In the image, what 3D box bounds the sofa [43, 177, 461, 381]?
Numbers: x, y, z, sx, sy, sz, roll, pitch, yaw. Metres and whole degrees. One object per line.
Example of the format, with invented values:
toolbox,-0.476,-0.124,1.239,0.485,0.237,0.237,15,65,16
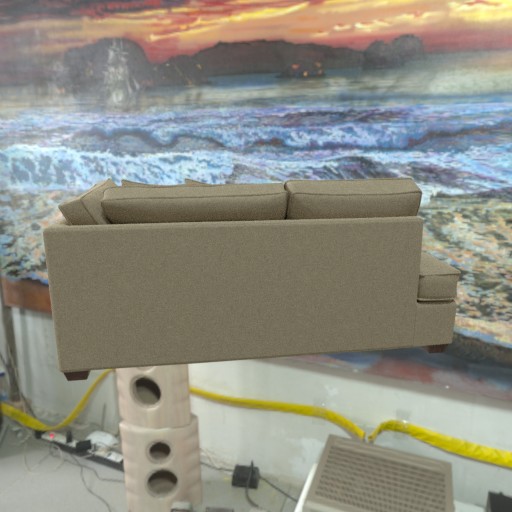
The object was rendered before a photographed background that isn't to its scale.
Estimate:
sofa,0.000,0.000,2.863,2.237,1.033,1.110,-2,14,-9
